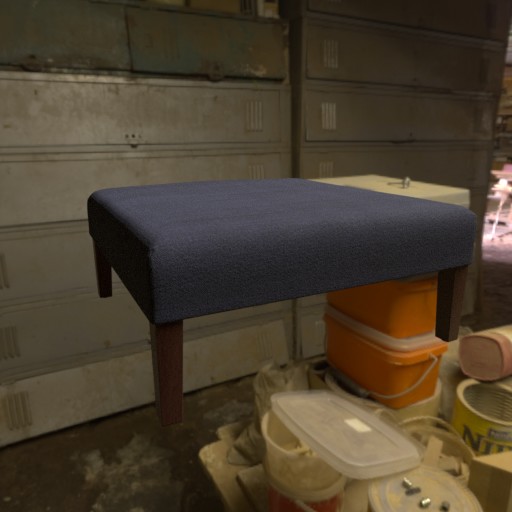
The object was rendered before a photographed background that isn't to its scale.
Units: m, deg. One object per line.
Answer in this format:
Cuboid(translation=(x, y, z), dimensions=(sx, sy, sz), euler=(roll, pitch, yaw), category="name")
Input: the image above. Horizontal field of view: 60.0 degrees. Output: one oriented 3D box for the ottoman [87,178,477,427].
Cuboid(translation=(0.000, 0.000, 1.406), dimensions=(0.890, 0.411, 0.889), euler=(-8, 17, -26), category="ottoman")
